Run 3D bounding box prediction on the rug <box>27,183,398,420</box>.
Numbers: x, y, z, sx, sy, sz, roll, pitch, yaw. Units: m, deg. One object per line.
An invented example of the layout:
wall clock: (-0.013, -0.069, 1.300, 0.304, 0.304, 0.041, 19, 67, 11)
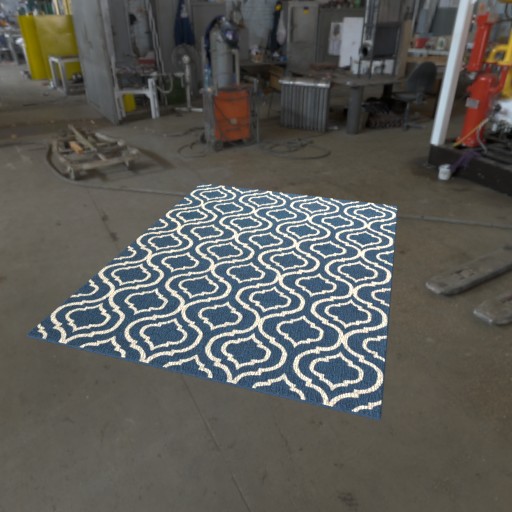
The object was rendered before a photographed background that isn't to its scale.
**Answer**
rug: (0.000, 0.000, 3.809, 2.270, 0.020, 2.881, 9, 31, 15)
